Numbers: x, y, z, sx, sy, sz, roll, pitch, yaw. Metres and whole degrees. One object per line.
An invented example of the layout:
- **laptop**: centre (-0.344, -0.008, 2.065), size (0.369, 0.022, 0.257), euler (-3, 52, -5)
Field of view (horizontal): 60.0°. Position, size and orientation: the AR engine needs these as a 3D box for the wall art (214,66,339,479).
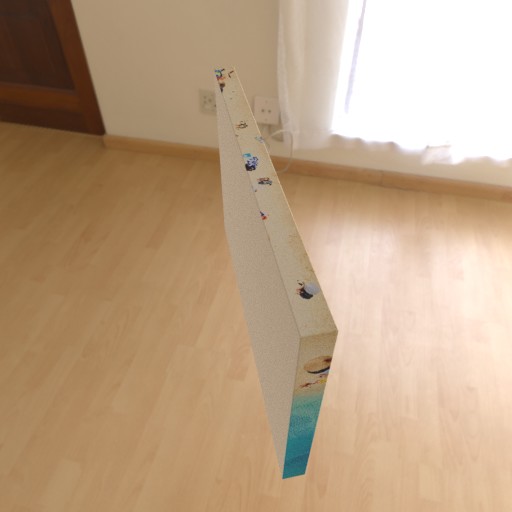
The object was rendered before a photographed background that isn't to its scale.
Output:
- **wall art**: centre (0.000, 0.000, 1.135), size (0.057, 0.595, 0.894), euler (-8, 47, -8)
